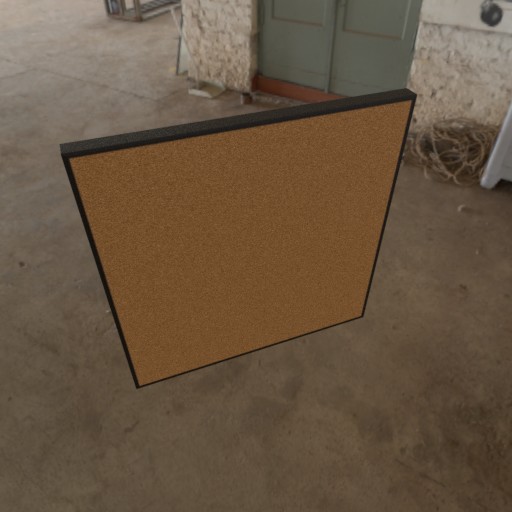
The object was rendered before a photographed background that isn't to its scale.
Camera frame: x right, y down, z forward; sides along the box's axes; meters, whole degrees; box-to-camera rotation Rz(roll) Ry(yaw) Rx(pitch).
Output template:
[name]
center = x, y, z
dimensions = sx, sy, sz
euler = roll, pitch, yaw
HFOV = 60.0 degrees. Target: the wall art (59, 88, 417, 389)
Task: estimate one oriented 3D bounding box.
[wall art]
center = 0.000, 0.000, 0.779
dimensions = 0.513, 0.511, 0.028
euler = -14, 43, -16
